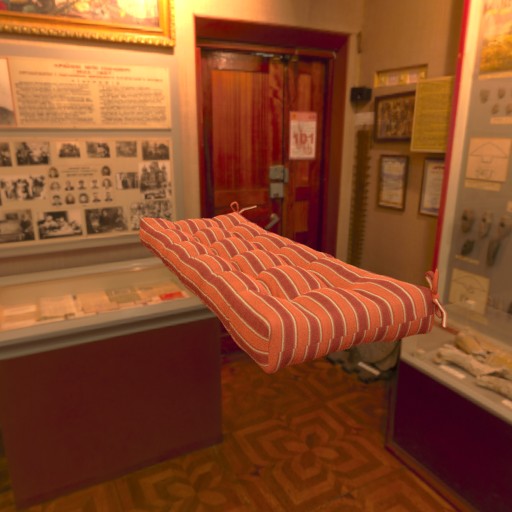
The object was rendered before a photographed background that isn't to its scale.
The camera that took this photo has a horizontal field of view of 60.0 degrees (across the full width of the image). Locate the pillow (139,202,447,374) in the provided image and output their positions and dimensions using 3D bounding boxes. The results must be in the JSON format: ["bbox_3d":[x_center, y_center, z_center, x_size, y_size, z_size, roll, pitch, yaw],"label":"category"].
[{"bbox_3d":[0.000,0.000,1.391,0.511,0.174,1.194,-7,17,-25],"label":"pillow"}]
